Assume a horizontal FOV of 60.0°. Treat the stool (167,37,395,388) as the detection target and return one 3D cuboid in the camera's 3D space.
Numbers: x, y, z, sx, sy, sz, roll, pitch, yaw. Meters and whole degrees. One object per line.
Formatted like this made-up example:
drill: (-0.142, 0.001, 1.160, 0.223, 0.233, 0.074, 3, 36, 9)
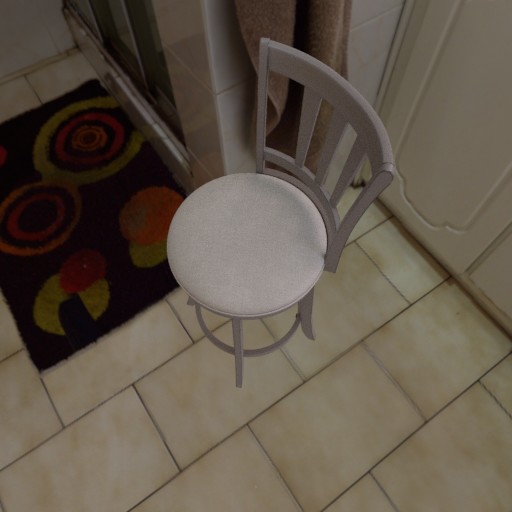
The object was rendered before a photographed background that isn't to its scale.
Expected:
stool: (0.000, 0.000, 1.274, 0.475, 1.023, 0.436, -29, 66, -14)
